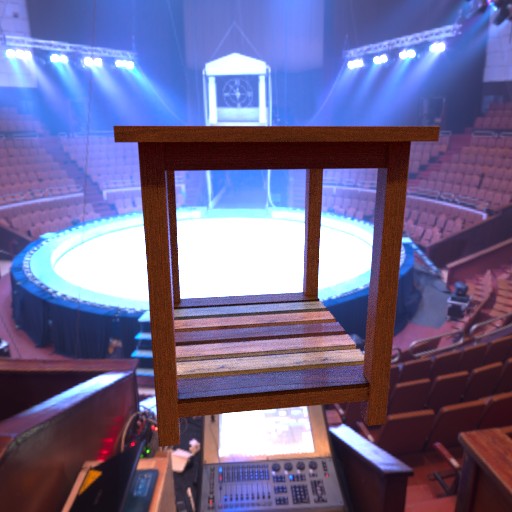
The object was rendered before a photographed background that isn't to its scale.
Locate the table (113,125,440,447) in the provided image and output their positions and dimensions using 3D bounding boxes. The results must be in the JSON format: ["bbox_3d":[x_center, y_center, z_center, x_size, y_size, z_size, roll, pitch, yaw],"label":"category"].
[{"bbox_3d":[0.000,0.000,1.144,0.559,0.635,0.660,-2,16,-8],"label":"table"}]
